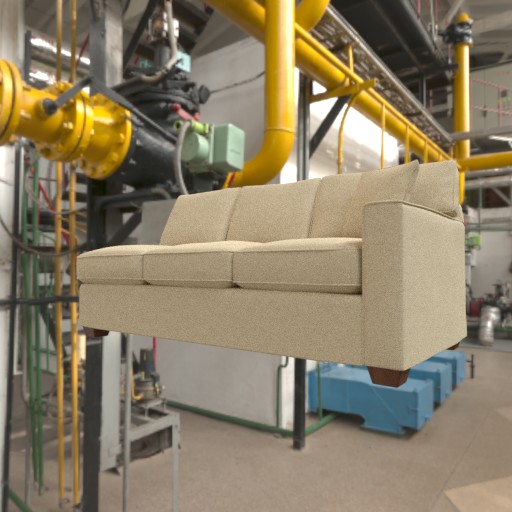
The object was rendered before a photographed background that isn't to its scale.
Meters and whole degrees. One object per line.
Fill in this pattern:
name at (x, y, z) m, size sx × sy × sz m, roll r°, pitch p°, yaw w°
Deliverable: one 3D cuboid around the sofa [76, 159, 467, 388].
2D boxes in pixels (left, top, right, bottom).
sofa at (0.000, 0.000, 2.456) m, size 1.963 × 0.946 × 1.034 m, roll -1°, pitch -2°, yaw 37°
